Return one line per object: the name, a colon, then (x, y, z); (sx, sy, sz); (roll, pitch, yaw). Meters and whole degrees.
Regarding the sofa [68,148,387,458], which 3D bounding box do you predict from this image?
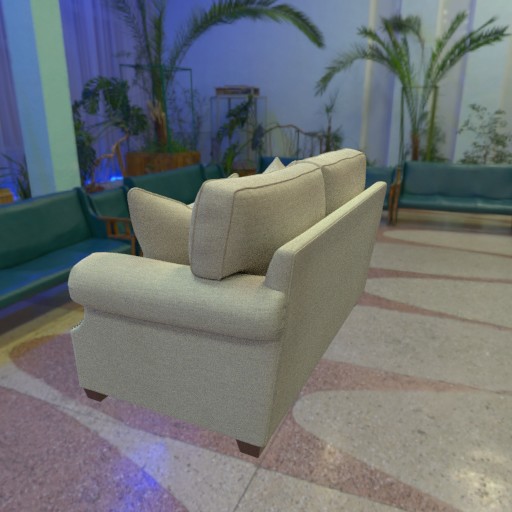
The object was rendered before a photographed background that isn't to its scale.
sofa: (0.000, 0.000, 2.203); (0.966, 0.966, 1.701); (8, 20, 24)
